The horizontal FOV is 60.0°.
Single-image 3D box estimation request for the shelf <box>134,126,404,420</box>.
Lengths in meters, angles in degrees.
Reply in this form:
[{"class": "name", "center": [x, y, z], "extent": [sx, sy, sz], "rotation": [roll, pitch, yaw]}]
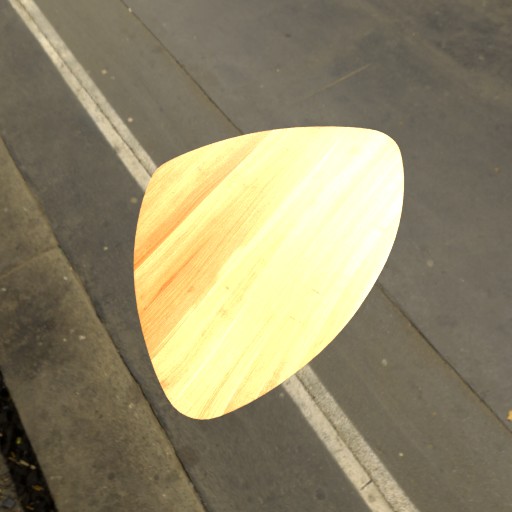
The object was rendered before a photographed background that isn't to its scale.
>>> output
[{"class": "shelf", "center": [0.000, 0.000, 1.685], "extent": [0.863, 0.439, 1.240], "rotation": [30, 64, 16]}]
